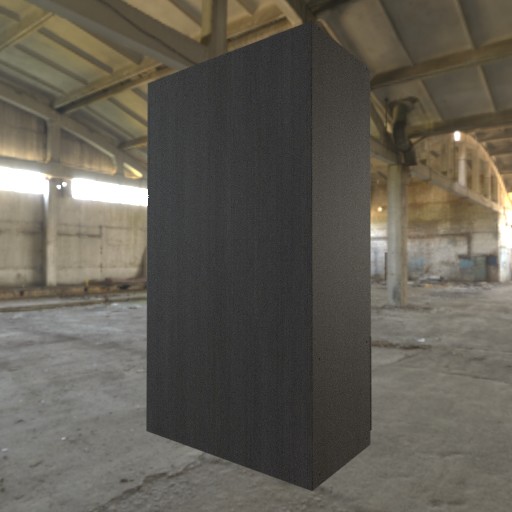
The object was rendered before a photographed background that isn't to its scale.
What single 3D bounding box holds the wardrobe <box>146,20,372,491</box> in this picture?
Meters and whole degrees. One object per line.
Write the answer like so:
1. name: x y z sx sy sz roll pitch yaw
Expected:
1. wardrobe: 0.000 0.000 2.232 0.991 1.808 0.577 -1 -1 38
